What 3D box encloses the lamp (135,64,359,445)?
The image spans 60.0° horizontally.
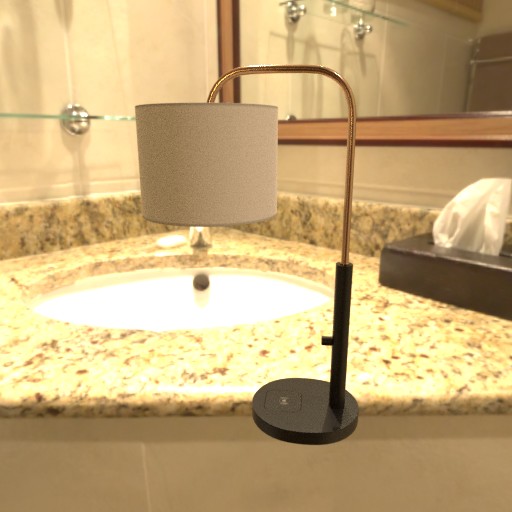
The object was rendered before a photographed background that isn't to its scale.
[{"bbox_3d":[0.000,0.000,0.677,0.337,0.540,0.199,2,16,7],"label":"lamp"}]
